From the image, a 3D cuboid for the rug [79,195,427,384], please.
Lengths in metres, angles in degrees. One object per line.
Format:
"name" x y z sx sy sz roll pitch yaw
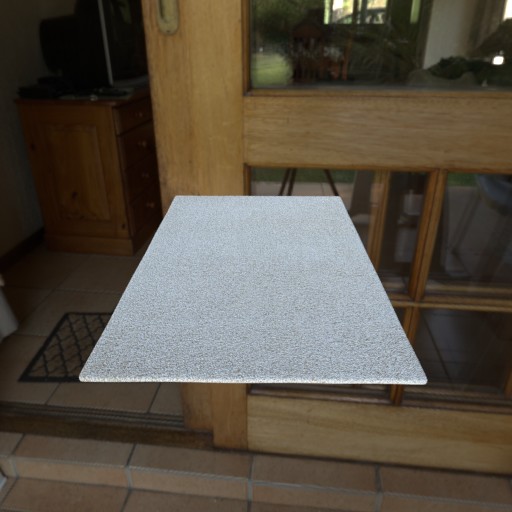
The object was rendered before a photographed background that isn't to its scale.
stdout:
"rug" 0.000 0.000 3.014 1.524 0.030 2.438 0 27 1
